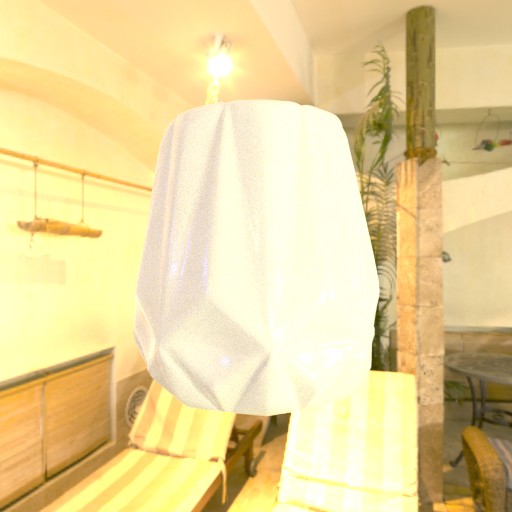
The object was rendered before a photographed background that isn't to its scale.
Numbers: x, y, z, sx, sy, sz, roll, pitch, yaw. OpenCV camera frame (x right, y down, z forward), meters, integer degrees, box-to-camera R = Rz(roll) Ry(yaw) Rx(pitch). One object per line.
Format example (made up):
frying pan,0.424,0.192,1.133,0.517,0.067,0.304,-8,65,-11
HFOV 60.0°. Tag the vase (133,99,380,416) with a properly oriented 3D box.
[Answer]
vase,0.000,0.000,0.262,0.141,0.152,0.141,0,0,0
